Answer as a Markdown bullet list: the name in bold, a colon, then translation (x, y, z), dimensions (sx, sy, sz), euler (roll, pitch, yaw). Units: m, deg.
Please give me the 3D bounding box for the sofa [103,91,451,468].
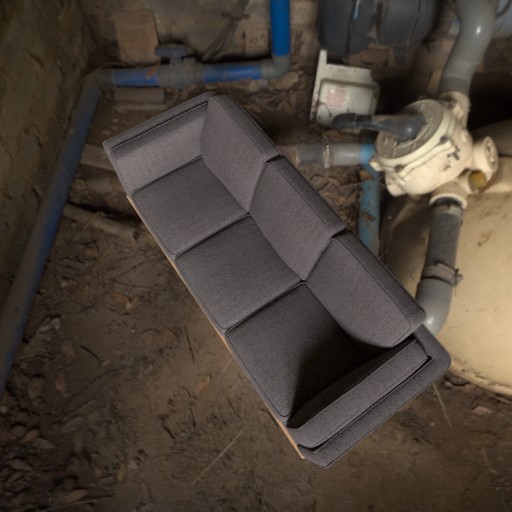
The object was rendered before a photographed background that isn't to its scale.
- **sofa**: translation (0.000, 0.000, 2.788), dimensions (0.903, 0.899, 2.362), euler (-32, 68, -15)
